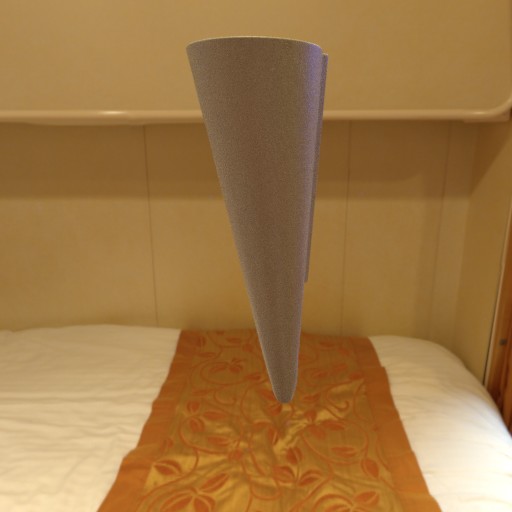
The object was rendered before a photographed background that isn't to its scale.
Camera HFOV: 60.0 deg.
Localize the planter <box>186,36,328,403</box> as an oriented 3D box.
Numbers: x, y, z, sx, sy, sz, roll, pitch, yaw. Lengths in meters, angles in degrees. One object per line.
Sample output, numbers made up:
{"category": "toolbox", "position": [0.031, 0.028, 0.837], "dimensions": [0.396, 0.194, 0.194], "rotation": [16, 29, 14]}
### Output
{"category": "planter", "position": [0.000, 0.000, 0.224], "dimensions": [0.064, 0.191, 0.057], "rotation": [-15, 22, -42]}
